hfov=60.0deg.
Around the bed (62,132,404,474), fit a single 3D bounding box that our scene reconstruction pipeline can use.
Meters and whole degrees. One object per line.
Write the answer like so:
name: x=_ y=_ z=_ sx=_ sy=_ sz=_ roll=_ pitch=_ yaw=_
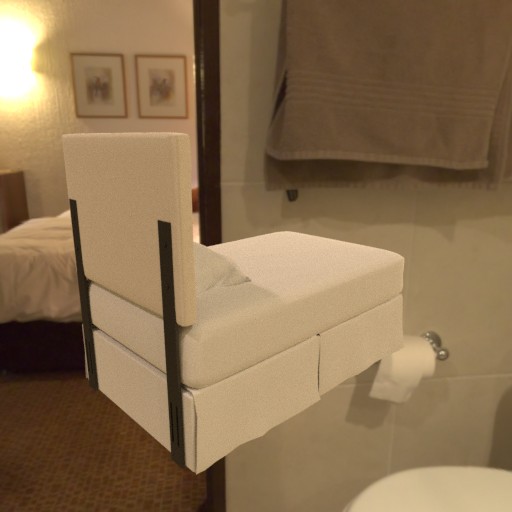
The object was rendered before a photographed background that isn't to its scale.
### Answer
bed: x=0.000 y=0.000 z=2.959 sx=1.997 sy=1.571 sz=1.261 roll=-14 pitch=20 yaw=-42
